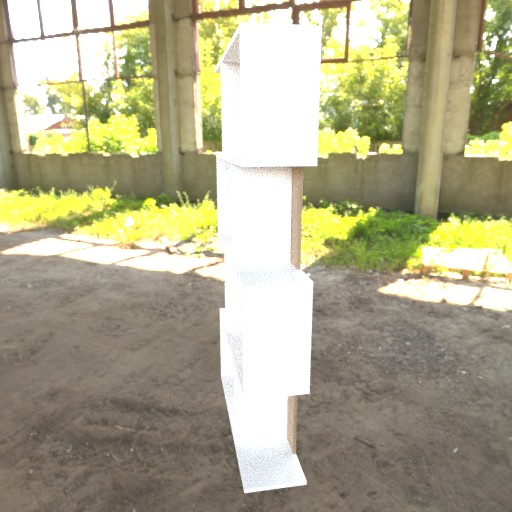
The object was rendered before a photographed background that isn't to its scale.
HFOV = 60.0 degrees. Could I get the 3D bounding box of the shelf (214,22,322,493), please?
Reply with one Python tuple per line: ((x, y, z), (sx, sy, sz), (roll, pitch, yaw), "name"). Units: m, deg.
((0.000, 0.000, 1.948), (0.250, 1.650, 0.890), (-3, 15, -10), "shelf")
